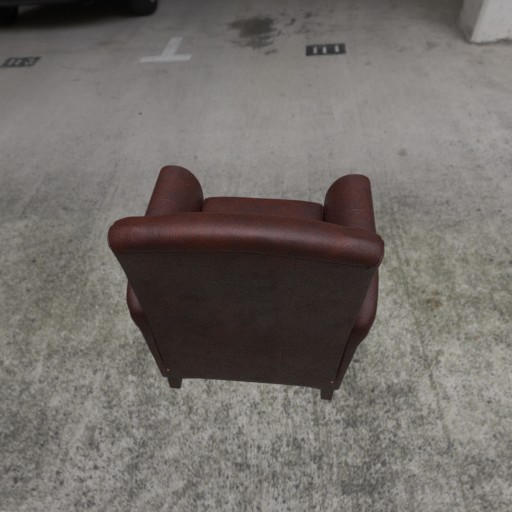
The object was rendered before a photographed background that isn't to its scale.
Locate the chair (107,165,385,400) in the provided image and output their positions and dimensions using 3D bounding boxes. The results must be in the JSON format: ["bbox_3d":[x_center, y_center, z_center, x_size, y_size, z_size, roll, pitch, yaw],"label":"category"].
[{"bbox_3d":[0.000,0.000,1.794,0.978,1.061,0.902,3,46,3],"label":"chair"}]
